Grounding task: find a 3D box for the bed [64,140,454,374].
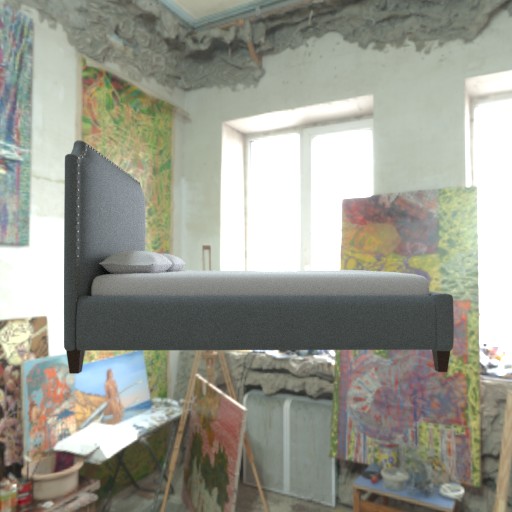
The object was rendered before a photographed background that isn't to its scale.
[{"bbox_3d":[0.000,0.000,3.500,2.372,1.443,1.712,0,-1,-1],"label":"bed"}]
